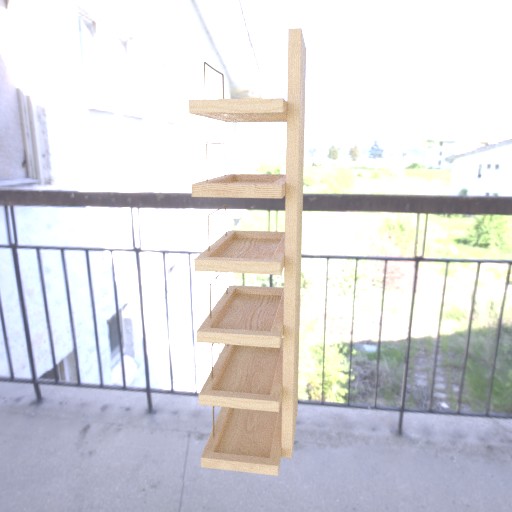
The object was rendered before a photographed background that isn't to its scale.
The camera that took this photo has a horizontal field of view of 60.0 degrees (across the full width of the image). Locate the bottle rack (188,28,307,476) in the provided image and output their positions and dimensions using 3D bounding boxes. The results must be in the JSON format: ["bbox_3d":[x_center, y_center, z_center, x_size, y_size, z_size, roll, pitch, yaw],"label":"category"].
[{"bbox_3d":[0.000,0.000,1.060,0.206,0.943,0.330,2,14,9],"label":"bottle rack"}]
